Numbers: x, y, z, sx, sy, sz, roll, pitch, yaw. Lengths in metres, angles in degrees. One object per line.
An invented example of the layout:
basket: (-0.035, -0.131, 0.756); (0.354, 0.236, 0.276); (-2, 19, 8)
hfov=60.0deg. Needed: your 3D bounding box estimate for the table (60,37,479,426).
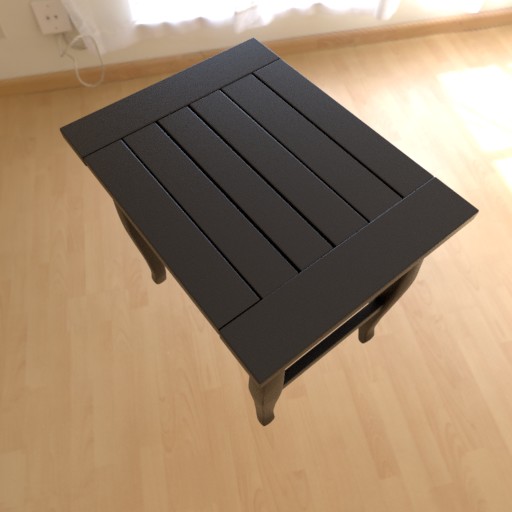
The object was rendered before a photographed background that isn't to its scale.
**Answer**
table: (0.000, 0.000, 1.031); (0.460, 0.604, 0.602); (-34, 64, -19)
